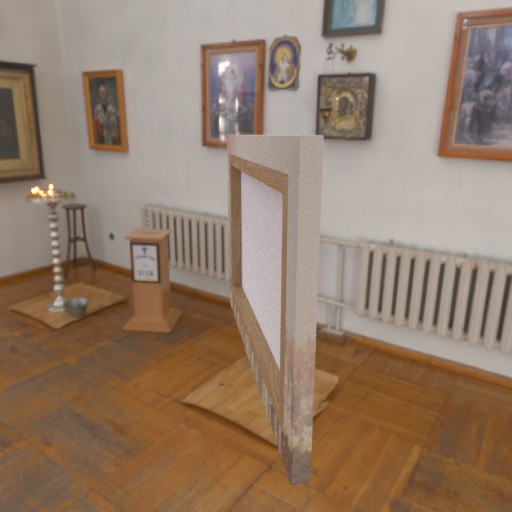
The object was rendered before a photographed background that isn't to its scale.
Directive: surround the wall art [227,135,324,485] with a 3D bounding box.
[{"bbox_3d":[0.000,0.000,1.154,0.040,0.608,0.916,-3,16,-10],"label":"wall art"}]
